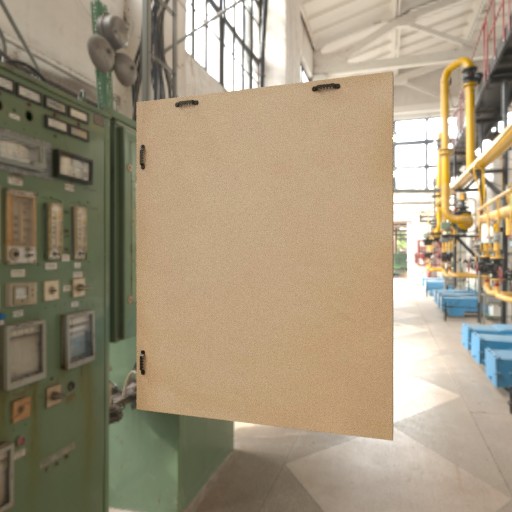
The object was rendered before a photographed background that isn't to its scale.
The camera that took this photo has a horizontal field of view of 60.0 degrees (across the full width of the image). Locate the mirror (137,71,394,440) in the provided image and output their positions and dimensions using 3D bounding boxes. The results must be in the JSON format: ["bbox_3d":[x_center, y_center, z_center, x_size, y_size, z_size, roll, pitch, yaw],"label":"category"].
[{"bbox_3d":[0.000,0.000,0.685,0.405,0.508,0.041,0,0,18],"label":"mirror"}]
